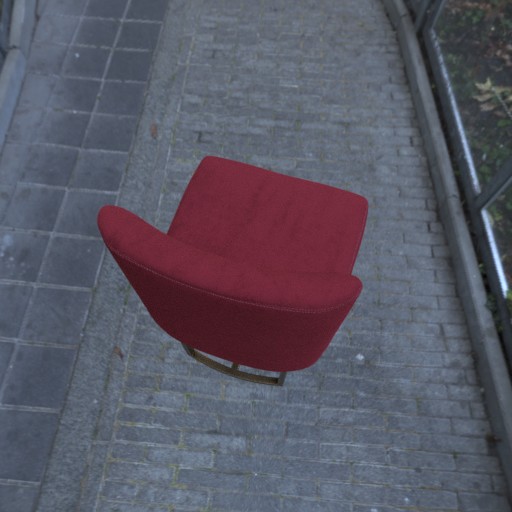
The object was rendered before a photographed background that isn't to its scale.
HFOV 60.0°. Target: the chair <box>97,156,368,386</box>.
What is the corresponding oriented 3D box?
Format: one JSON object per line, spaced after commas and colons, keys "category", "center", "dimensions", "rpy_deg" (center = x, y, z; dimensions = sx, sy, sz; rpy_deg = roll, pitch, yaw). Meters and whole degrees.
{"category": "chair", "center": [0.000, 0.000, 1.207], "dimensions": [0.530, 0.824, 0.560], "rpy_deg": [16, 65, 8]}
